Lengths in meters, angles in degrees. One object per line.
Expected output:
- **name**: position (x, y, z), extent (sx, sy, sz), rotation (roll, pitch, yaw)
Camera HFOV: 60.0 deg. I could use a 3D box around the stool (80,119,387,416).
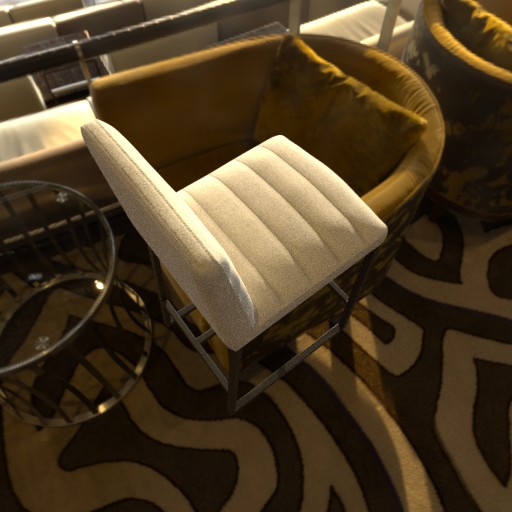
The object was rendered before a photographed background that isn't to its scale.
- **stool**: position (0.000, 0.000, 1.276), extent (0.567, 0.971, 0.459), rotation (-33, 63, -19)
